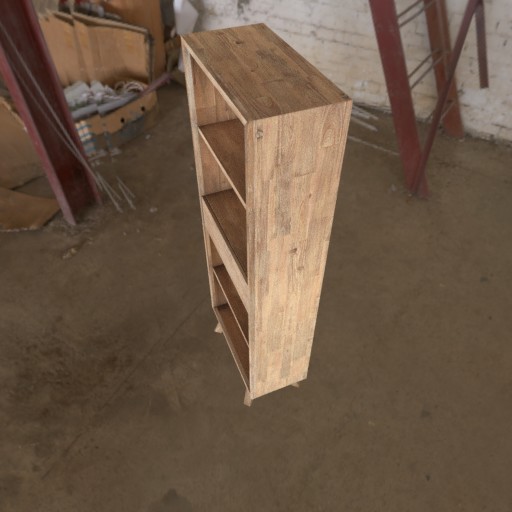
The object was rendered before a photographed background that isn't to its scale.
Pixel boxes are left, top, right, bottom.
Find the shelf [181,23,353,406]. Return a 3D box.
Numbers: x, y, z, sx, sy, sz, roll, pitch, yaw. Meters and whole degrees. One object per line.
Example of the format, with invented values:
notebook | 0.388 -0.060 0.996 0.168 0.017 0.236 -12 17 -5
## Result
shelf | 0.000 0.000 1.552 0.267 1.342 0.491 -16 49 -15
